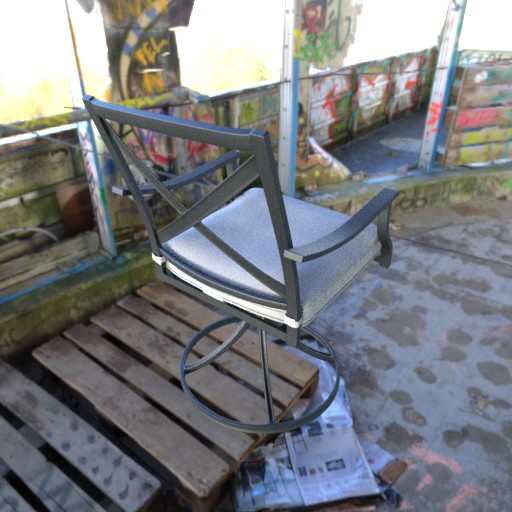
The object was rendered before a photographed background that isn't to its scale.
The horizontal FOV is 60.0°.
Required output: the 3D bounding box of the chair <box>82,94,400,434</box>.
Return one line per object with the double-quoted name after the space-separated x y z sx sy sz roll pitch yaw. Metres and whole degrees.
0.000 0.000 1.239 0.575 0.889 0.620 21 37 32 "chair"
